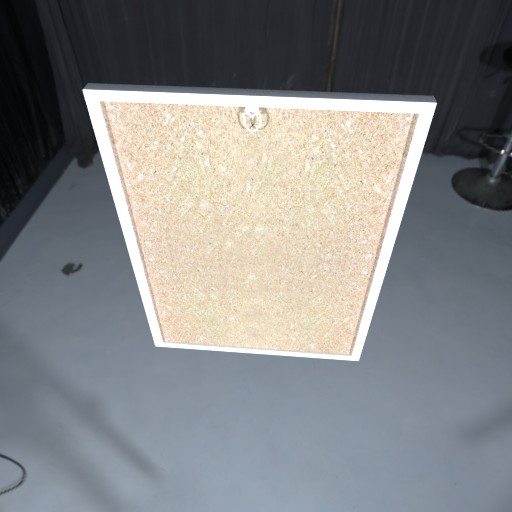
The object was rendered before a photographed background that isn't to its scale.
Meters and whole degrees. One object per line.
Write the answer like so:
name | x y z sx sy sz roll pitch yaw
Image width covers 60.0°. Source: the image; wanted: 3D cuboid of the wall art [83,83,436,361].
wall art | 0.000 0.000 1.388 0.805 1.056 0.042 3 45 3
